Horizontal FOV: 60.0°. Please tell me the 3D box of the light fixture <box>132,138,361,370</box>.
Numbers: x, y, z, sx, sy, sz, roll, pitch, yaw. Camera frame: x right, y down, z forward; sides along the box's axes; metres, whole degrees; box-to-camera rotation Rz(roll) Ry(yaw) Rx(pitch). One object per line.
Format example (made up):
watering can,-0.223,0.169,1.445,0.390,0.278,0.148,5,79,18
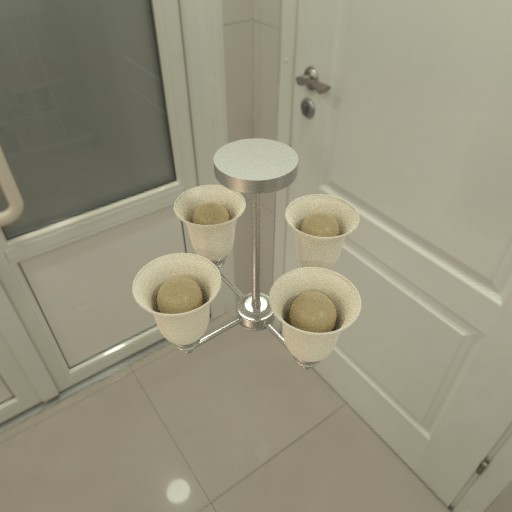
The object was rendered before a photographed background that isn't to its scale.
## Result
light fixture,0.000,0.000,0.750,0.427,0.370,0.427,-25,47,-26
